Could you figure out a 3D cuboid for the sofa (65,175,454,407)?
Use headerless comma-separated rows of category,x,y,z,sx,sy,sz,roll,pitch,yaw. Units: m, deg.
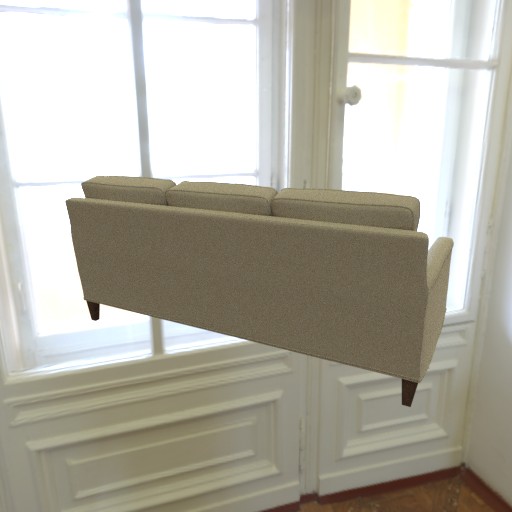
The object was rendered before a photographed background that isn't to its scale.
sofa,0.000,0.000,2.831,2.246,1.003,1.084,8,18,27
